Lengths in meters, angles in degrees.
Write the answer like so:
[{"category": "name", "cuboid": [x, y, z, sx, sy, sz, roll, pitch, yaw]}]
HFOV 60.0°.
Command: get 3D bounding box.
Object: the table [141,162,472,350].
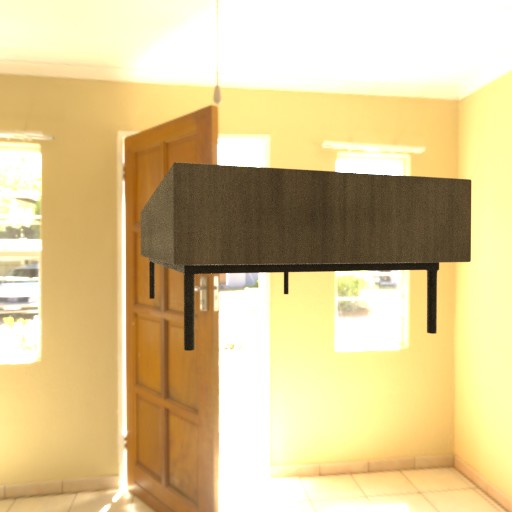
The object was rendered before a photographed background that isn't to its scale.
[{"category": "table", "cuboid": [0.000, 0.000, 1.386, 0.643, 0.347, 1.088, 0, 1, -18]}]
